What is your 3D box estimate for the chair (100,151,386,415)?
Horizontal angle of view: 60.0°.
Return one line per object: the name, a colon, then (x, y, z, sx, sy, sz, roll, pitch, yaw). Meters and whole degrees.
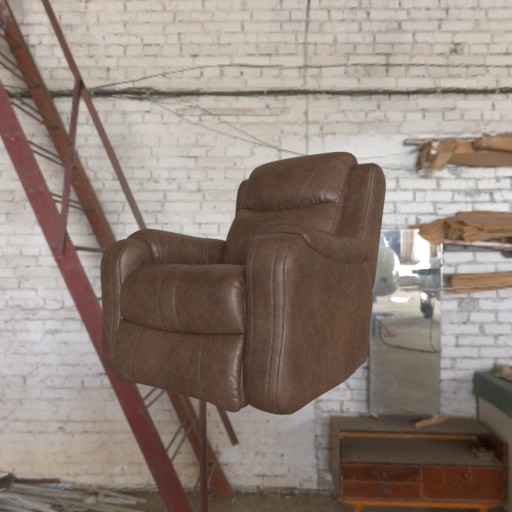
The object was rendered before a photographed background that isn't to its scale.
chair: (0.000, 0.000, 1.921, 0.940, 0.990, 1.067, 0, 0, 37)
